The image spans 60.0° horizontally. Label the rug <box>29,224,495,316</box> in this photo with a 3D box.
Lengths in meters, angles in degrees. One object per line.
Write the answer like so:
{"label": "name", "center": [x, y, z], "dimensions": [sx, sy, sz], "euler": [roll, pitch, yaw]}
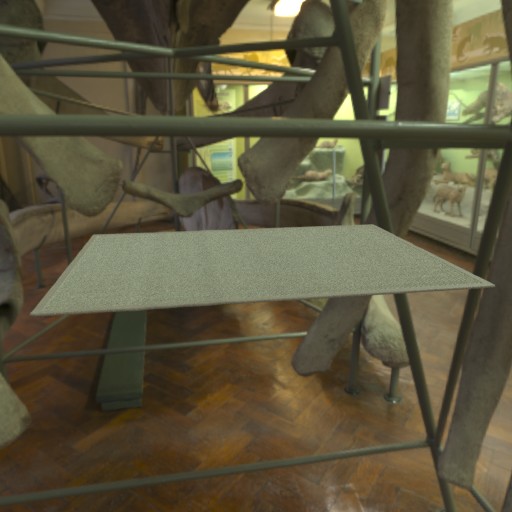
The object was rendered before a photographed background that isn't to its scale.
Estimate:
{"label": "rug", "center": [0.000, 0.000, 2.864], "dimensions": [2.290, 0.021, 1.540], "euler": [-3, 16, -9]}
